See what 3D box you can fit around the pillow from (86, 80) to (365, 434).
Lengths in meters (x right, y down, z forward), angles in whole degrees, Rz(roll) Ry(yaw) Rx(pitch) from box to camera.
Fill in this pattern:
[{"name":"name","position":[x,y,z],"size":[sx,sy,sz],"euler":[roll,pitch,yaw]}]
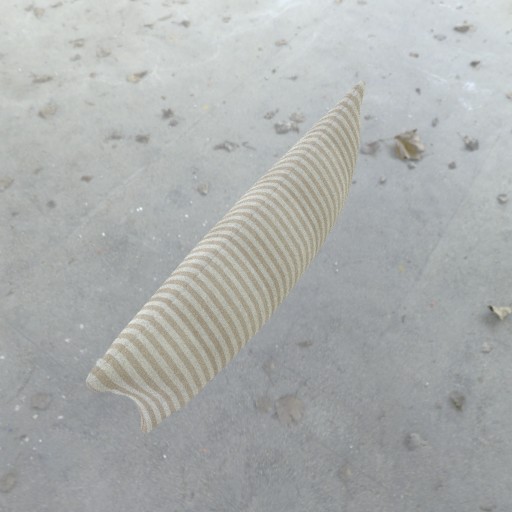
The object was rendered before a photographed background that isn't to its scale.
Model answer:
[{"name":"pillow","position":[0.000,0.000,0.723],"size":[0.151,0.295,0.617],"euler":[31,63,18]}]
